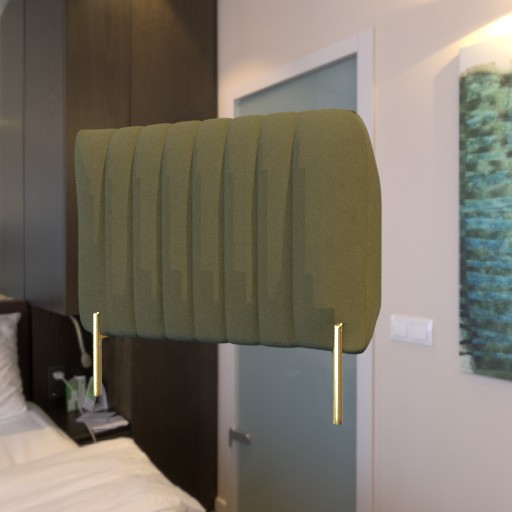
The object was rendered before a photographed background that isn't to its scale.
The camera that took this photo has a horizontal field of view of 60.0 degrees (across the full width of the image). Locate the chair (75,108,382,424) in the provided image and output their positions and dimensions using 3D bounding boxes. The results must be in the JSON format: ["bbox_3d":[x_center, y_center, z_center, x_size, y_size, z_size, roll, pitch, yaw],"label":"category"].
[{"bbox_3d":[0.000,0.000,1.644,0.877,0.794,1.032,0,1,18],"label":"chair"}]
